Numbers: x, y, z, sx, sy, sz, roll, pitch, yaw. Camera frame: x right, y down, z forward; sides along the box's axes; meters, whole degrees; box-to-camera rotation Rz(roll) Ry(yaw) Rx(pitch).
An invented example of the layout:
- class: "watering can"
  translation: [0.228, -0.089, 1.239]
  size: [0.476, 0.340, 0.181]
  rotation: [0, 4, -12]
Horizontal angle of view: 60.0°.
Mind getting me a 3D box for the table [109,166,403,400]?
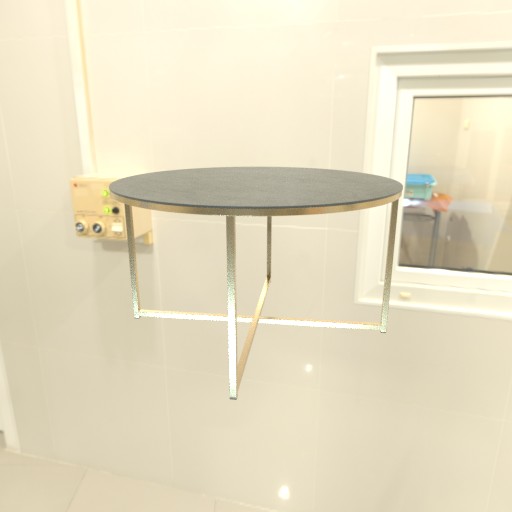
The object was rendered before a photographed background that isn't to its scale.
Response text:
- class: "table"
  translation: [0.000, 0.000, 1.330]
  size: [0.800, 0.450, 0.800]
  rotation: [0, 17, 0]
